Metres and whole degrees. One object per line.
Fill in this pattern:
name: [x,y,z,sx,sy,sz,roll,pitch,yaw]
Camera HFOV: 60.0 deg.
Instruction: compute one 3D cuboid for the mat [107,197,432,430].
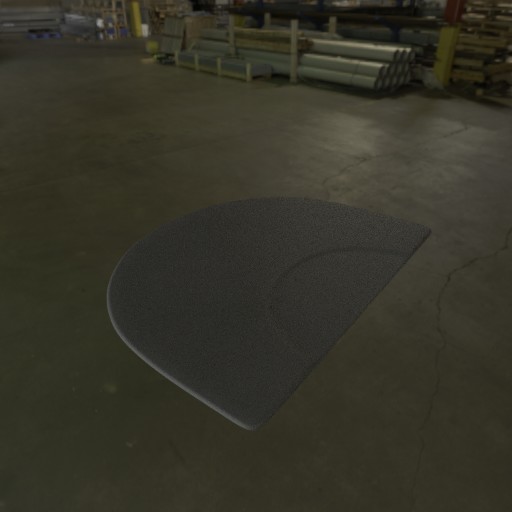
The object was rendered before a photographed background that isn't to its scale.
mat: [0.000,0.000,1.634,0.917,0.016,1.220,22,38,31]
